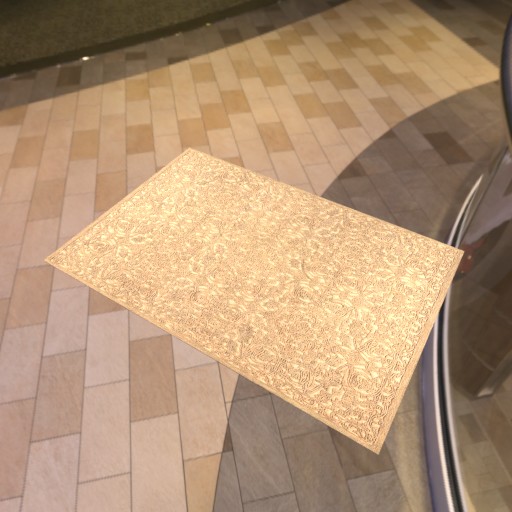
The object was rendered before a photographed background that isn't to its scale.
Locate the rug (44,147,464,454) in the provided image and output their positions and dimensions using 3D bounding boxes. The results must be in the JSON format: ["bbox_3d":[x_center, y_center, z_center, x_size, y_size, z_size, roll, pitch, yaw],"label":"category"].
[{"bbox_3d":[0.000,0.000,2.316,1.827,0.006,1.221,25,52,21],"label":"rug"}]
